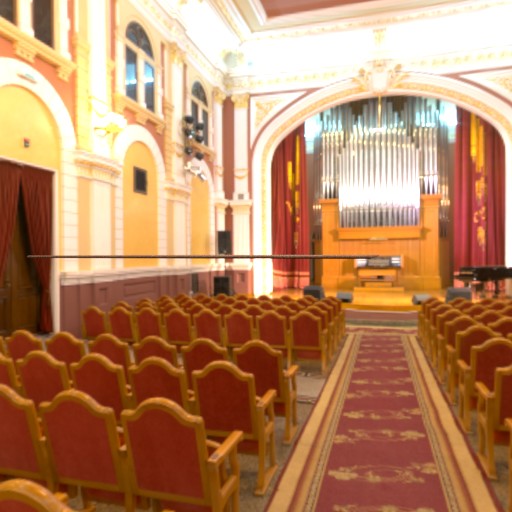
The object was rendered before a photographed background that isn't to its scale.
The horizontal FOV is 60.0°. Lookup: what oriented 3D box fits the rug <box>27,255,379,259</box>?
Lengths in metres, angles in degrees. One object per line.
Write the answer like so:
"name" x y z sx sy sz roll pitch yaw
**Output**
"rug" 0.000 0.000 2.906 1.524 0.011 2.286 0 0 16
